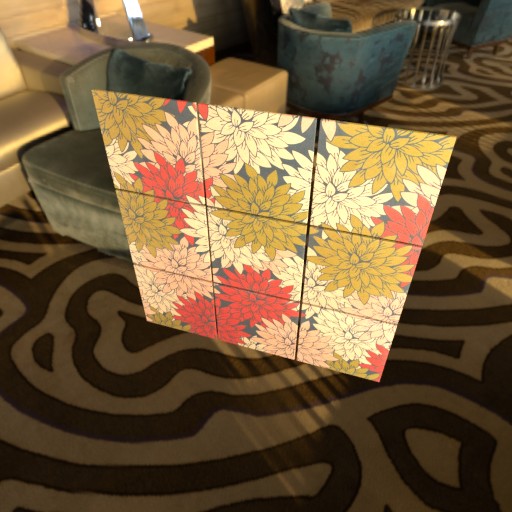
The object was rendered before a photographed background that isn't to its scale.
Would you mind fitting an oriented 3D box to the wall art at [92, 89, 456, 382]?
[{"bbox_3d":[0.000,0.000,2.276,1.519,1.534,0.013,12,42,14],"label":"wall art"}]
